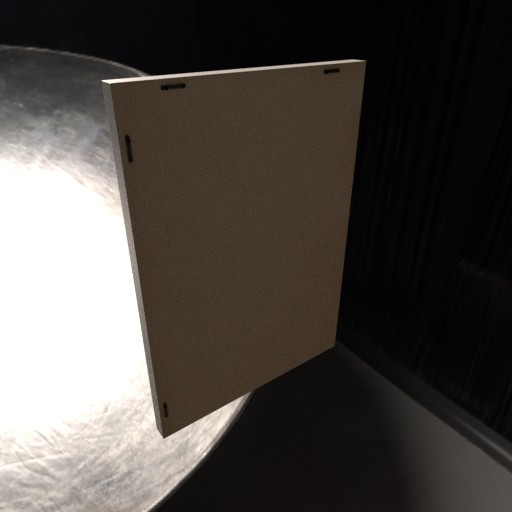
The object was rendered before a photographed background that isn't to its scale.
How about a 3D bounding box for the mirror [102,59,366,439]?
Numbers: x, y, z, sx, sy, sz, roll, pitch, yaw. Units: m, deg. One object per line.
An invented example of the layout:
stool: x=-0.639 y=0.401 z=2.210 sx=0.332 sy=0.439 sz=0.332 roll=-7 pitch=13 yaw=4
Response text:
mirror: x=0.000 y=0.000 z=0.909 sx=0.507 sy=0.710 sz=0.039 roll=-19 pitch=34 yaw=-31
